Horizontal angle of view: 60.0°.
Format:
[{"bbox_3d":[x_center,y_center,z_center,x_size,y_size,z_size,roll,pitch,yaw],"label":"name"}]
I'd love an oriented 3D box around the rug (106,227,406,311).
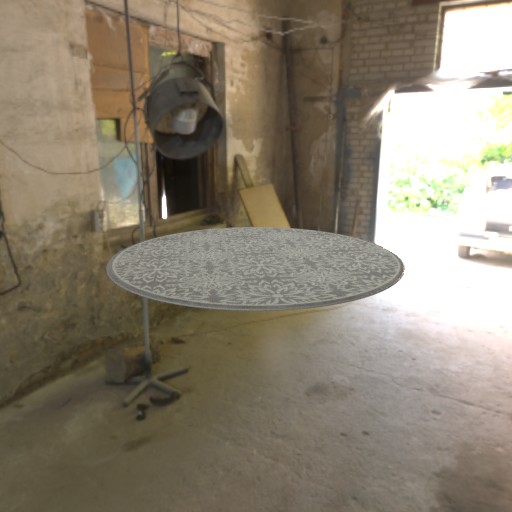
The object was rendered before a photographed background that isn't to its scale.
[{"bbox_3d":[0.000,0.000,2.482,1.593,0.012,1.593,0,15,0],"label":"rug"}]
